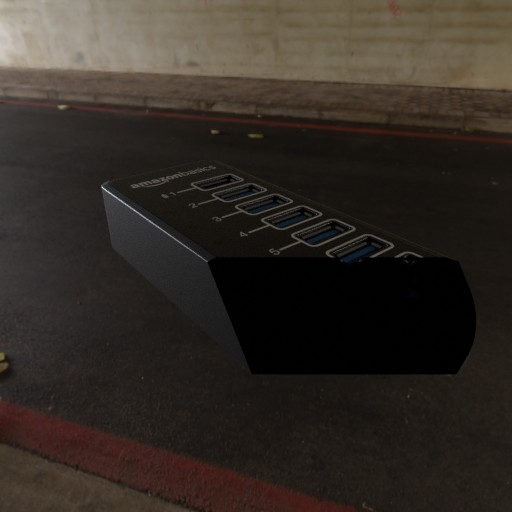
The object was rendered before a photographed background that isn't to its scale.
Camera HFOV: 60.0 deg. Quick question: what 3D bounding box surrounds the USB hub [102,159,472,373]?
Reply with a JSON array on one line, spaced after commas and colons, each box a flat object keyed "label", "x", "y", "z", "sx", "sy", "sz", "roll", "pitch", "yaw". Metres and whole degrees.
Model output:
[{"label": "USB hub", "x": 0.000, "y": 0.000, "z": 0.124, "sx": 0.044, "sy": 0.023, "sz": 0.110, "roll": -22, "pitch": 36, "yaw": -33}]
